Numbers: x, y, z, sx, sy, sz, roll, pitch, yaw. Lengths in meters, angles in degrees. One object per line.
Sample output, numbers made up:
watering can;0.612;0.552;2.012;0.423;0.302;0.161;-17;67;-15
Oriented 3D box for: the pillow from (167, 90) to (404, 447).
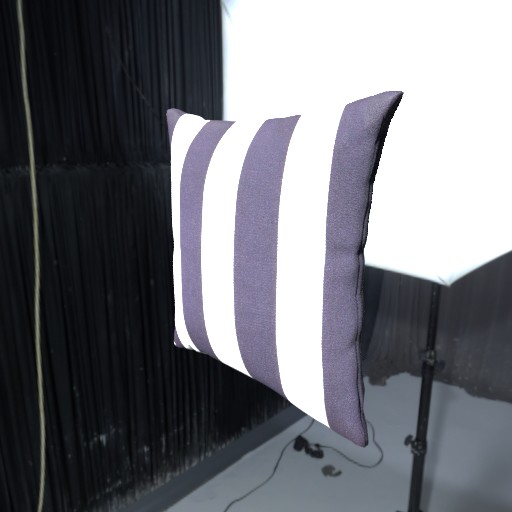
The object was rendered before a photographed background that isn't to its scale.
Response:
pillow;0.000;0.000;0.796;0.189;0.526;0.536;-14;20;-42
